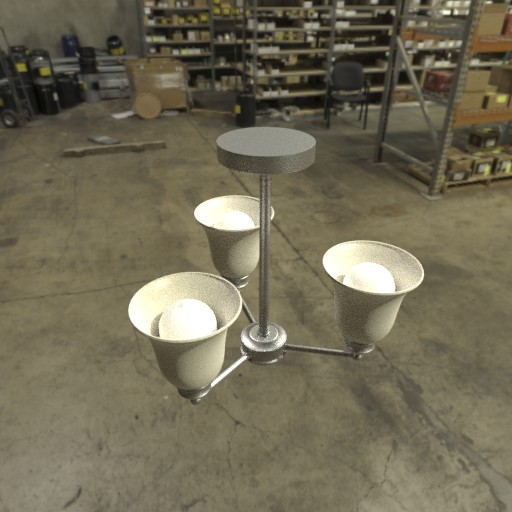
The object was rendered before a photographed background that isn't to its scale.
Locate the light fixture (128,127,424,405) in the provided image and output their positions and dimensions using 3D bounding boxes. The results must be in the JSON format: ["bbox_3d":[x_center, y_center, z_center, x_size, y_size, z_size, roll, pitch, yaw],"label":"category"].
[{"bbox_3d":[0.000,0.000,0.663,0.388,0.370,0.354,-10,33,-16],"label":"light fixture"}]
